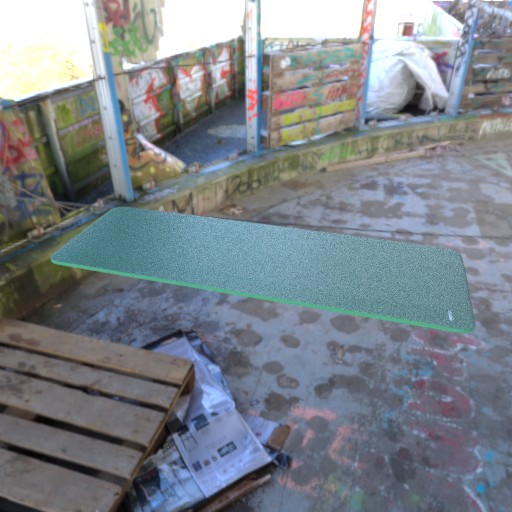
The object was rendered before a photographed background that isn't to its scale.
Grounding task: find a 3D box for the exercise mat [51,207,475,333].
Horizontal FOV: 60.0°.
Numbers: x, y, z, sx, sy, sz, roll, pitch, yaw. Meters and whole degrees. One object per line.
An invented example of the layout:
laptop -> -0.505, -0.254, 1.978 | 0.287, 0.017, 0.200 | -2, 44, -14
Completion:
exercise mat -> 0.000, 0.000, 2.092 | 1.869, 0.021, 0.616 | 8, 32, 14
